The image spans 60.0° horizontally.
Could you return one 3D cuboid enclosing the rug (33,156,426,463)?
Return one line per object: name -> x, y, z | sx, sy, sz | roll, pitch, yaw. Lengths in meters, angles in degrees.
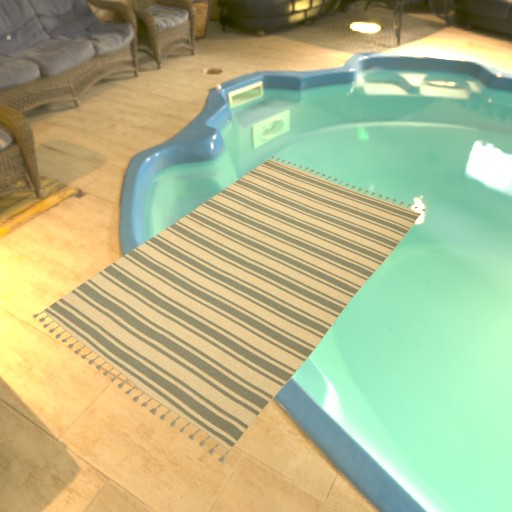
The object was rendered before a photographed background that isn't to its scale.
rug -> 0.000, 0.000, 2.535 | 1.222, 0.009, 2.084 | 26, 47, 27
